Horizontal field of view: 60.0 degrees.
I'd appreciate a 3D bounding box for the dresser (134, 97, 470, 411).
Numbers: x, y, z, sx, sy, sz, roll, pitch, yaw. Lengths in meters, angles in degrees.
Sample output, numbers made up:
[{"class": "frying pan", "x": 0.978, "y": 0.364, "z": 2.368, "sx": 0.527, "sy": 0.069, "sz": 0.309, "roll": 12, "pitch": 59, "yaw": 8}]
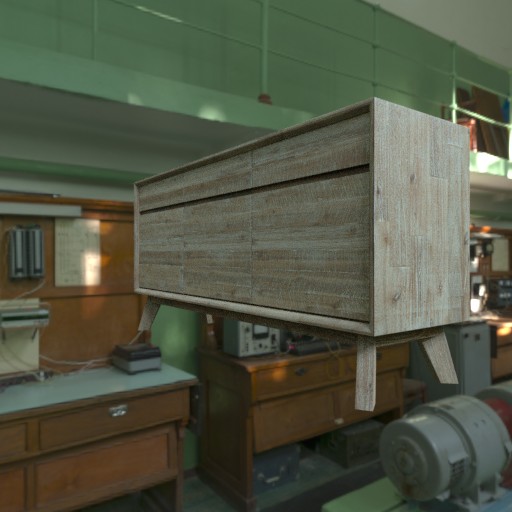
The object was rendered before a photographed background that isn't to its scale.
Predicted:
[{"class": "dresser", "x": 0.000, "y": 0.000, "z": 1.874, "sx": 0.455, "sy": 0.788, "sz": 1.602, "roll": 0, "pitch": 0, "yaw": -36}]
